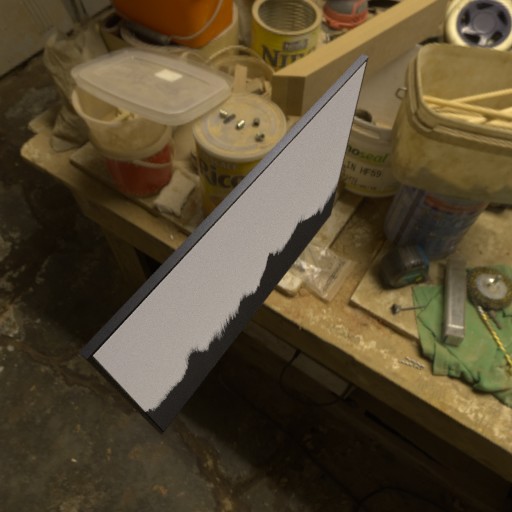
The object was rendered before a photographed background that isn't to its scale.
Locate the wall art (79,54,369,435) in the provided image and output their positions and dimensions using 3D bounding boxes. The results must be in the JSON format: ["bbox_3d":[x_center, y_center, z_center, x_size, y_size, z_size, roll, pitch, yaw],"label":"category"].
[{"bbox_3d":[0.000,0.000,1.193,0.019,0.660,0.957,31,63,18],"label":"wall art"}]
